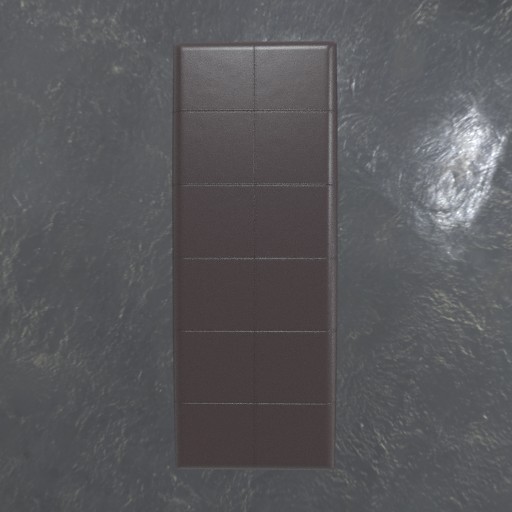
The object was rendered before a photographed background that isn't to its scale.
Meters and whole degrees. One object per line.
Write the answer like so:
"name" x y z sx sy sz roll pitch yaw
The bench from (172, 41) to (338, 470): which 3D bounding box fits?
"bench" 0.000 0.000 1.331 0.429 0.457 1.092 0 91 1
